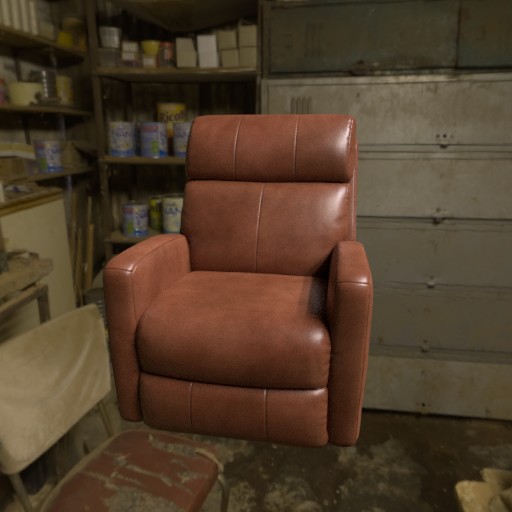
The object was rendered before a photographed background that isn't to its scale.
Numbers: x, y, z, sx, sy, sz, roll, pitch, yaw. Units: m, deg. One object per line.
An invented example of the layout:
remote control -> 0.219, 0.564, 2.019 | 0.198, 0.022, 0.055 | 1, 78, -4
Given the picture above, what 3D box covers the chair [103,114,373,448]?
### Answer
chair -> 0.000, 0.000, 1.625 | 0.787, 1.016, 0.939 | 3, 16, 10
